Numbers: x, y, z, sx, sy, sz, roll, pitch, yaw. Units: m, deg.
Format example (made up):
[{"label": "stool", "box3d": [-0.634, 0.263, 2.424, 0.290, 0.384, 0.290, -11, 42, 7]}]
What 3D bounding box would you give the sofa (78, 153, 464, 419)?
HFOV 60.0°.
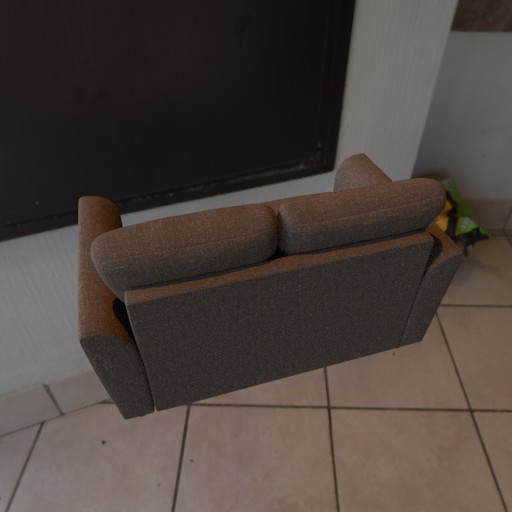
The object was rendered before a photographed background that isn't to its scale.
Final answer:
[{"label": "sofa", "box3d": [0.000, 0.000, 1.963, 1.423, 0.885, 0.851, -11, 43, -13]}]
